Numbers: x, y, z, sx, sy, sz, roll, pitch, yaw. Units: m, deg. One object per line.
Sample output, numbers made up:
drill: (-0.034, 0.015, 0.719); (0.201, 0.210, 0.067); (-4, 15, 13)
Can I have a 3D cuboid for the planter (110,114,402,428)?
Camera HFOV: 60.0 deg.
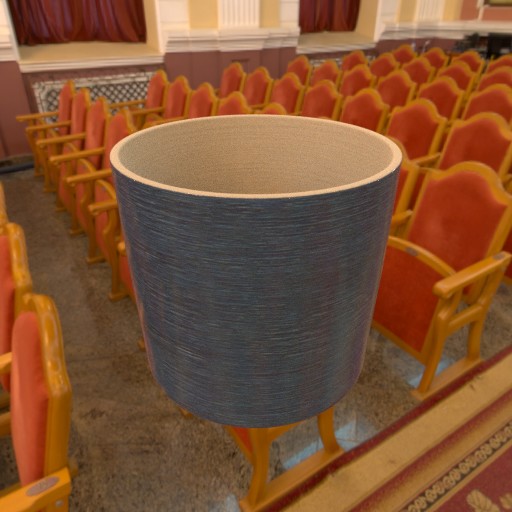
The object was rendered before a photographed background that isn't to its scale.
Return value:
planter: (0.000, 0.000, 0.398); (0.221, 0.201, 0.221); (0, 30, 0)
